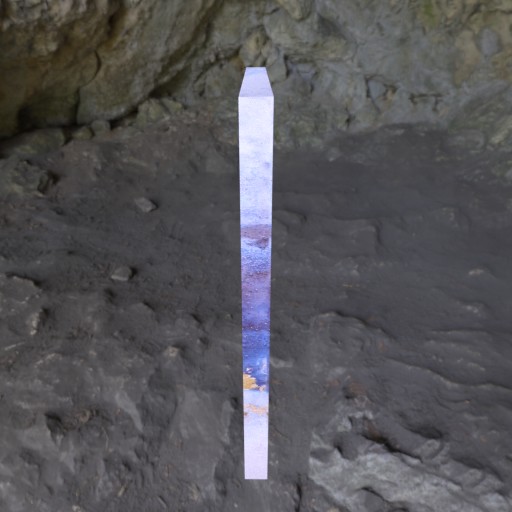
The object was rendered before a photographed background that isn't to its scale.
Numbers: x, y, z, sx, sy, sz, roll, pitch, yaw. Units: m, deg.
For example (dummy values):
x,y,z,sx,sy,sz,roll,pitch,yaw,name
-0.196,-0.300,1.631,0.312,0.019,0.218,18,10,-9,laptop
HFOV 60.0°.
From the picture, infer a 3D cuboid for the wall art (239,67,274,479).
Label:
x,y,z,sx,sy,sz,roll,pitch,yaw,name
0.000,0.000,0.774,0.036,0.581,0.437,0,27,0,wall art
